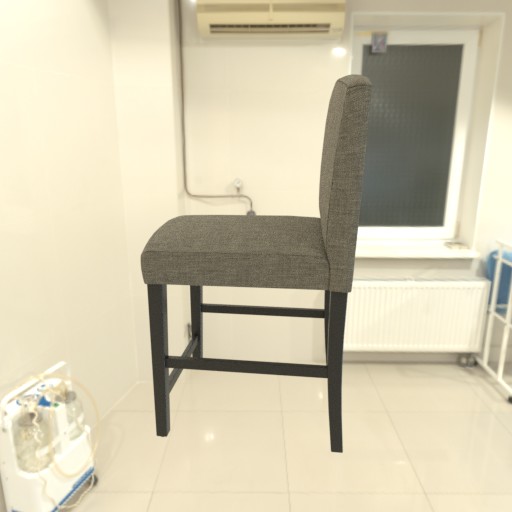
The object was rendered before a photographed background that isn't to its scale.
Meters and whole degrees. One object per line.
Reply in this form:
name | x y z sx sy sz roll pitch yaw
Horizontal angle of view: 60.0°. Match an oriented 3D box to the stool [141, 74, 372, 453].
stool | 0.000 0.000 1.286 0.552 0.966 0.451 2 15 7
